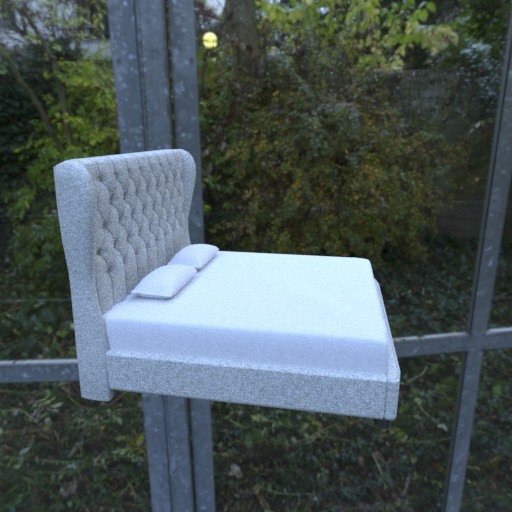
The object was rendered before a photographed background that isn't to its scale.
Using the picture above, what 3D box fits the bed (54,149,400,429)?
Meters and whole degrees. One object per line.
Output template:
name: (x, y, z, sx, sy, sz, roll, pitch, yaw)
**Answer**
bed: (0.000, 0.000, 3.953, 2.347, 1.771, 2.219, 3, 16, 10)
